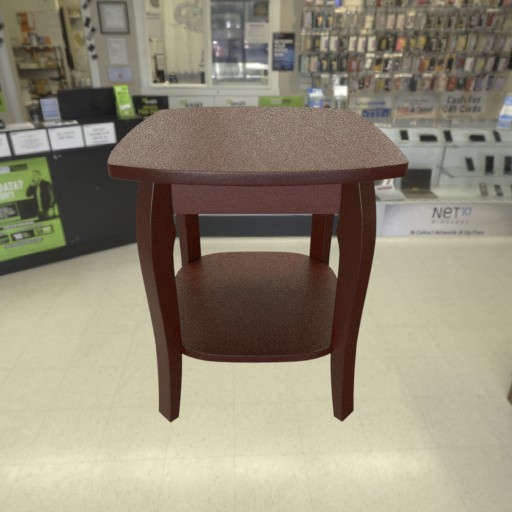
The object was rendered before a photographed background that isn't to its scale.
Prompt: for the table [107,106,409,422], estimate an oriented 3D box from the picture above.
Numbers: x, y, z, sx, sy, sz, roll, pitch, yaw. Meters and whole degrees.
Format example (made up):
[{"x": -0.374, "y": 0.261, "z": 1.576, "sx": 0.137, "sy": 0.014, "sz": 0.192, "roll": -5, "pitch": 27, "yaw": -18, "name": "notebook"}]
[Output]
[{"x": 0.000, "y": 0.000, "z": 0.885, "sx": 0.433, "sy": 0.496, "sz": 0.502, "roll": 0, "pitch": 28, "yaw": 0, "name": "table"}]
